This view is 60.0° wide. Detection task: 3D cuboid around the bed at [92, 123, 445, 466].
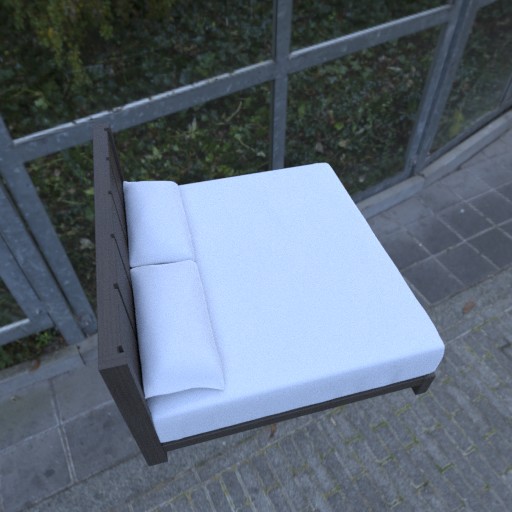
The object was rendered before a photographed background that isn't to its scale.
[{"bbox_3d":[0.000,0.000,3.307,2.012,1.270,2.134,-11,48,-10],"label":"bed"}]
